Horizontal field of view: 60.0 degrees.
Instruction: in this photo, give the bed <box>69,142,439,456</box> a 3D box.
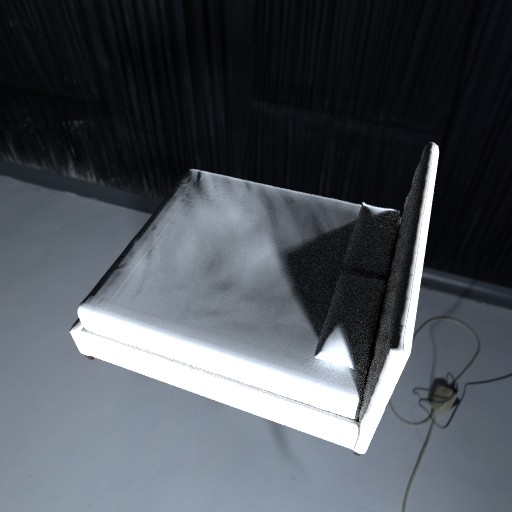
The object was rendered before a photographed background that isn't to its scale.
[{"bbox_3d":[0.000,0.000,3.642,2.387,1.427,2.078,15,48,14],"label":"bed"}]
